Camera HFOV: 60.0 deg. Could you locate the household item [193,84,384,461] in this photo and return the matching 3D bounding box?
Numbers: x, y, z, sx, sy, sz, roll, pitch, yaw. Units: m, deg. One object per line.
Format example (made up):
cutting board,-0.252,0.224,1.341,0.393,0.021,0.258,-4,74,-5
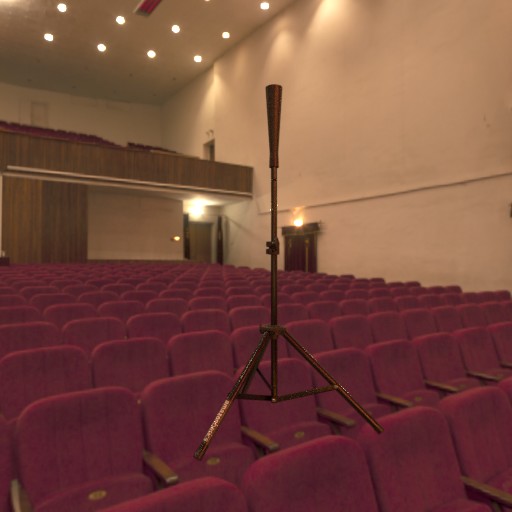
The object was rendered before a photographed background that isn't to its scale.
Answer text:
household item,0.000,0.000,1.402,0.559,1.067,0.559,1,-2,-35
